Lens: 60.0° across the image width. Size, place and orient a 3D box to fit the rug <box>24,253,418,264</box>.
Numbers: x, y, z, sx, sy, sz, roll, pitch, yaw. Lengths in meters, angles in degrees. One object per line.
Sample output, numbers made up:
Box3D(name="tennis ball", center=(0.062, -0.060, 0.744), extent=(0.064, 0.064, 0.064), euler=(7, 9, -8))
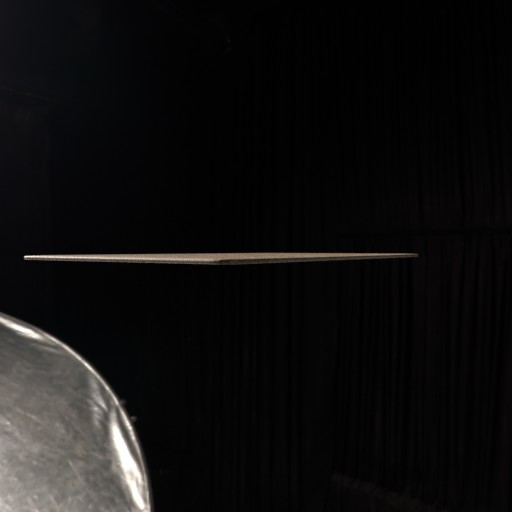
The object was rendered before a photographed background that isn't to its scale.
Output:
Box3D(name="rug", center=(0.000, 0.000, 3.086), extent=(1.539, 0.024, 2.469), euler=(1, 1, 36))
